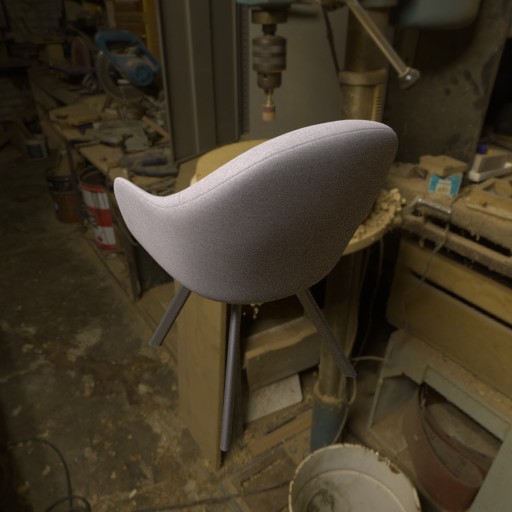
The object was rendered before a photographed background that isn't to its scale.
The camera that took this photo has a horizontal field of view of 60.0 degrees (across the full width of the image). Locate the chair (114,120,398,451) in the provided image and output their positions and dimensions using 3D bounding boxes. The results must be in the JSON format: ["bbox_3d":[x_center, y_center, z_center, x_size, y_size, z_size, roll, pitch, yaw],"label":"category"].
[{"bbox_3d":[0.000,0.000,1.149,0.540,0.780,0.570,-19,35,-29],"label":"chair"}]
